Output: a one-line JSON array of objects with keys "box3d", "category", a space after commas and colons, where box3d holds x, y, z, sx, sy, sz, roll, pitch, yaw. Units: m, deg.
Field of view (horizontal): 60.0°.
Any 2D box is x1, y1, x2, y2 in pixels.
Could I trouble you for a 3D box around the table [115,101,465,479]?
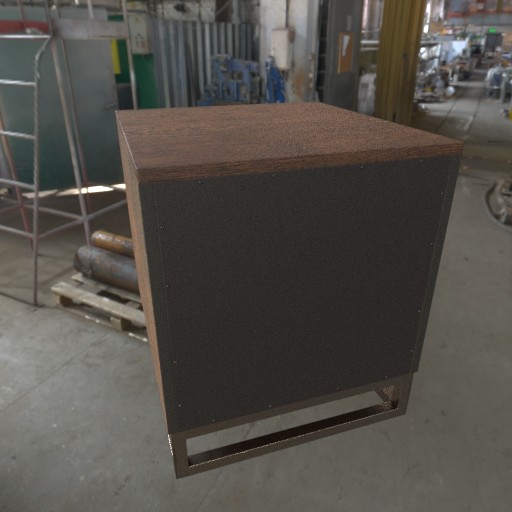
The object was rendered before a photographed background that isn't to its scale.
[{"box3d": [0.000, 0.000, 0.994, 0.506, 0.582, 0.566, -8, 27, -17], "category": "table"}]
